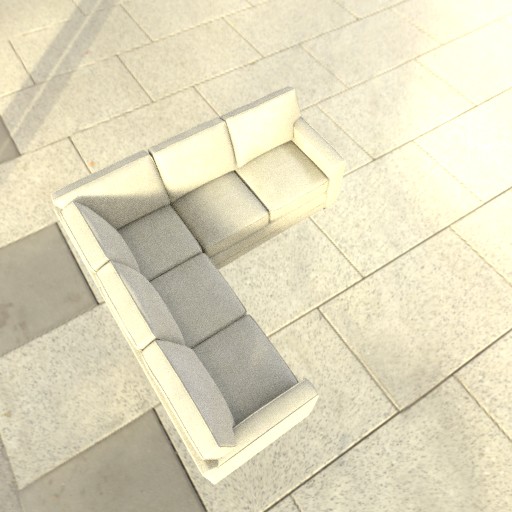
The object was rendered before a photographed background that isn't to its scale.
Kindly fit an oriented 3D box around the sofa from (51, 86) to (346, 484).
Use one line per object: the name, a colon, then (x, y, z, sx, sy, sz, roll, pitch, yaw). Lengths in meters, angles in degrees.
sofa: (0.000, 0.000, 3.355, 2.211, 0.936, 2.188, -31, 64, -17)
